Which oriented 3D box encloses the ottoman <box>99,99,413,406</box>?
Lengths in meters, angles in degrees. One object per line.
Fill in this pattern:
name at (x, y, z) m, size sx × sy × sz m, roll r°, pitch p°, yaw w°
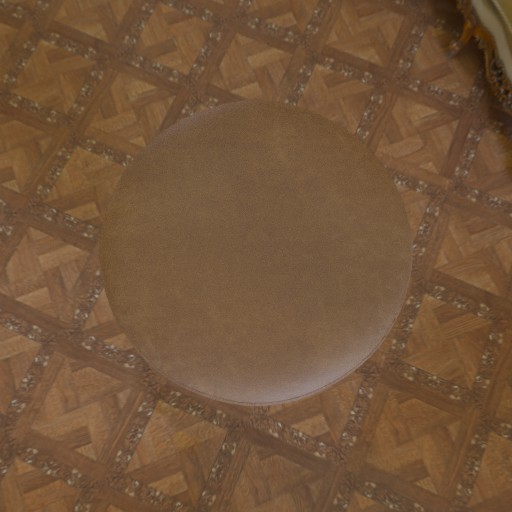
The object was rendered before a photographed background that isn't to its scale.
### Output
ottoman at (0.000, 0.000, 1.244) m, size 0.771 × 0.460 × 0.771 m, roll 0°, pitch 76°, yaw 0°
